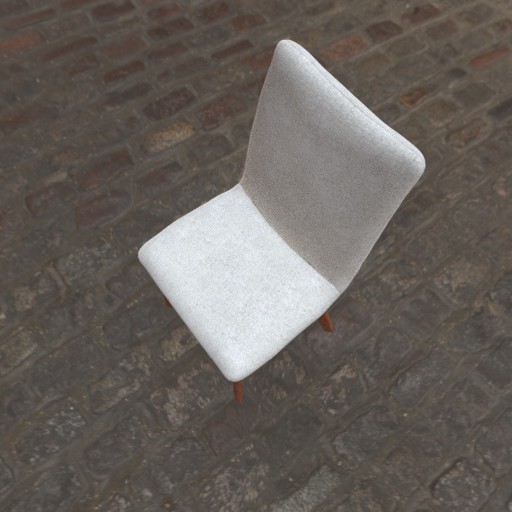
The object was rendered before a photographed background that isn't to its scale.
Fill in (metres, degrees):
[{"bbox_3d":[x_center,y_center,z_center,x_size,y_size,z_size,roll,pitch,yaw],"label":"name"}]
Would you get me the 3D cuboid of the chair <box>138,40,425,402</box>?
[{"bbox_3d":[0.000,0.000,1.322,0.563,0.974,0.522,-35,69,-15],"label":"chair"}]
